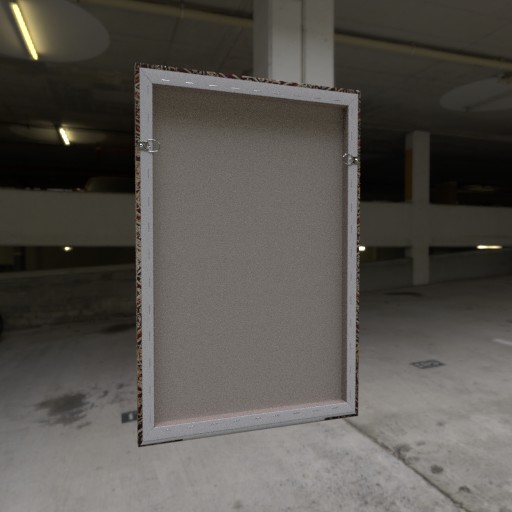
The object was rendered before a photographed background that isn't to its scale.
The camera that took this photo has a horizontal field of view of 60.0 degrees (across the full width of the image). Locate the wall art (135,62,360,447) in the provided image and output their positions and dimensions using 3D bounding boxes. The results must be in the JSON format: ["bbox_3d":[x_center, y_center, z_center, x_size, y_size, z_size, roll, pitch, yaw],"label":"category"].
[{"bbox_3d":[0.000,0.000,1.147,0.599,0.904,0.030,-1,2,-19],"label":"wall art"}]
